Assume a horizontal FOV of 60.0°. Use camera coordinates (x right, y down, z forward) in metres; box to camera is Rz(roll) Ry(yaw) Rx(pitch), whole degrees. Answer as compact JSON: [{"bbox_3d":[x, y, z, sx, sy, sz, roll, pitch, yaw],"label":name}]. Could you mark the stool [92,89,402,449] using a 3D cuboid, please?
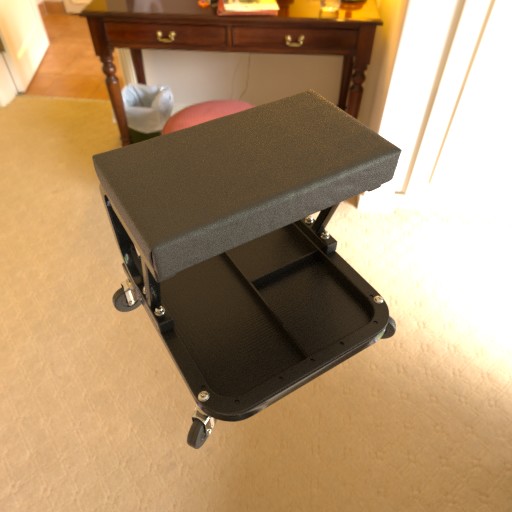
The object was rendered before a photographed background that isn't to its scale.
[{"bbox_3d":[0.000,0.000,0.725,0.446,0.380,0.371,-24,51,-21],"label":"stool"}]
